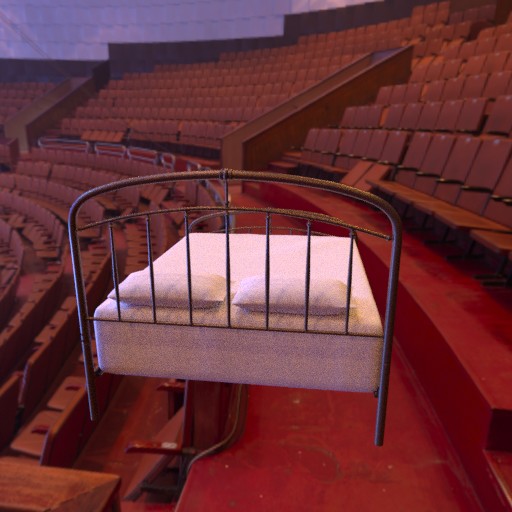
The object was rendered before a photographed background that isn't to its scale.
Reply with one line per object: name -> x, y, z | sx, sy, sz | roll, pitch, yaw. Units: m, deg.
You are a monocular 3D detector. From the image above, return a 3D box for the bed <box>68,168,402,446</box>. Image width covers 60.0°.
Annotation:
bed -> 0.000, 0.000, 3.335 | 1.711, 1.475, 2.168 | 2, 16, 7
